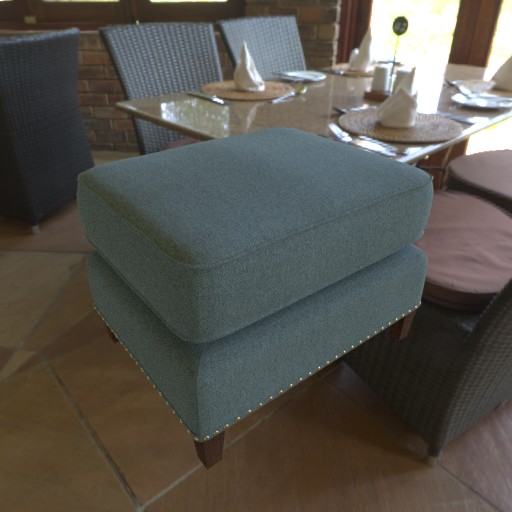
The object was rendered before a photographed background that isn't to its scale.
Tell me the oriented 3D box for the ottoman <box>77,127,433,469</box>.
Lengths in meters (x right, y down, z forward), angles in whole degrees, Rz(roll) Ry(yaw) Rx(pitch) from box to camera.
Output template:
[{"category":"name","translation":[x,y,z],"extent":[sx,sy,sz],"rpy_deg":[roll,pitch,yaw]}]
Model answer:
[{"category":"ottoman","translation":[0.000,0.000,1.166],"extent":[0.738,0.537,0.589],"rpy_deg":[-22,37,-32]}]
